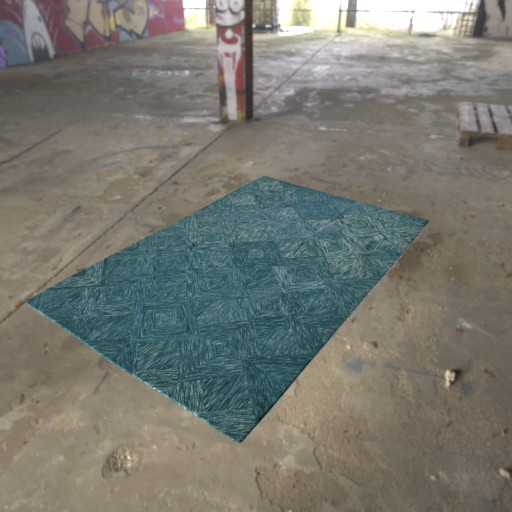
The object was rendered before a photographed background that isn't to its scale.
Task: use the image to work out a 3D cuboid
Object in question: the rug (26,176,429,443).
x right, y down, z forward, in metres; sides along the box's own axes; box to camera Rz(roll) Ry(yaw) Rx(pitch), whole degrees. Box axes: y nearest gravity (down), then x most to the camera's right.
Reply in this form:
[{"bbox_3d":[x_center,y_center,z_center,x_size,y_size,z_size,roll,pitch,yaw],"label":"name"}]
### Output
[{"bbox_3d":[0.000,0.000,2.145,1.136,0.017,1.728,21,38,30],"label":"rug"}]
